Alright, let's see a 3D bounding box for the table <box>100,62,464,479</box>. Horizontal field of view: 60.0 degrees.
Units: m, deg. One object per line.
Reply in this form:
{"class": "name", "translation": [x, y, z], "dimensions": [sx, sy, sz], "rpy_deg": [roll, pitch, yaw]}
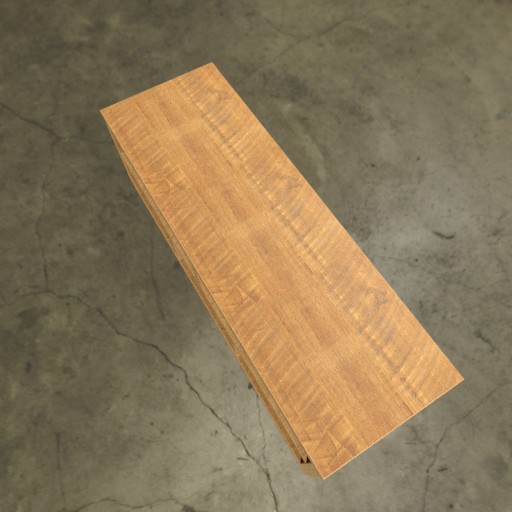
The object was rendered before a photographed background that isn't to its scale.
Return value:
{"class": "table", "translation": [0.000, 0.000, 1.721], "dimensions": [0.499, 0.491, 1.499], "rpy_deg": [-29, 68, -13]}
